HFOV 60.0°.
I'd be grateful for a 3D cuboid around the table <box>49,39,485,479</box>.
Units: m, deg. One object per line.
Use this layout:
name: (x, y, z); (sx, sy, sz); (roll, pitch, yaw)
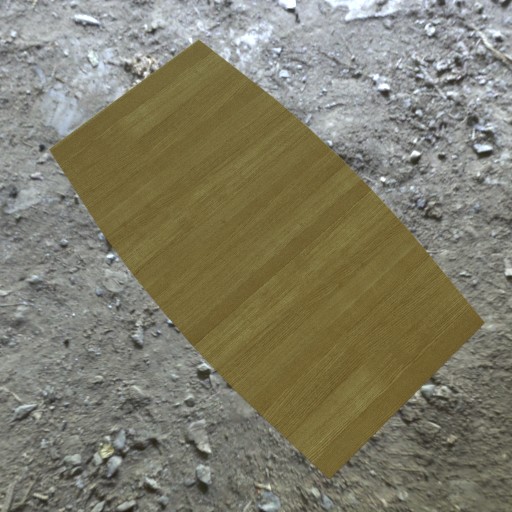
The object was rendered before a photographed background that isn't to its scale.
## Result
table: (0.000, 0.000, 2.030); (0.900, 0.748, 1.598); (-41, 79, -9)
